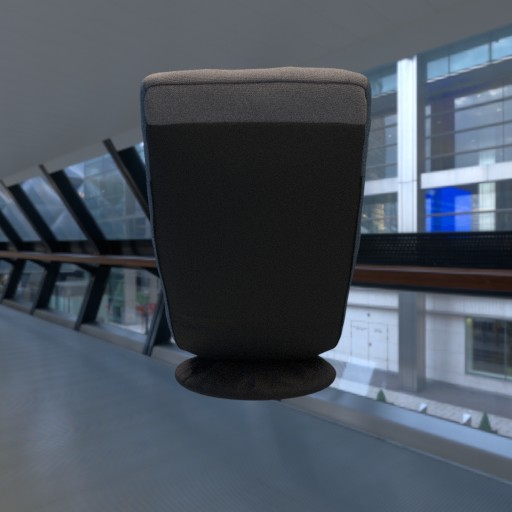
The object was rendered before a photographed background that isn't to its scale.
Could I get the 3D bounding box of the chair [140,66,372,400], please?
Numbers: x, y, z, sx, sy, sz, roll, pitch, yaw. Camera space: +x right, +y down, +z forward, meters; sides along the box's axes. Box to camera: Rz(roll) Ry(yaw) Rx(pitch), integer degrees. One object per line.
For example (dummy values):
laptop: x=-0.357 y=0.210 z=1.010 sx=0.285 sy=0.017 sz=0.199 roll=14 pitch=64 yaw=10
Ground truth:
chair: x=0.000 y=0.000 z=1.052 sx=0.420 sy=0.641 sz=0.661 roll=0 pitch=0 yaw=0
